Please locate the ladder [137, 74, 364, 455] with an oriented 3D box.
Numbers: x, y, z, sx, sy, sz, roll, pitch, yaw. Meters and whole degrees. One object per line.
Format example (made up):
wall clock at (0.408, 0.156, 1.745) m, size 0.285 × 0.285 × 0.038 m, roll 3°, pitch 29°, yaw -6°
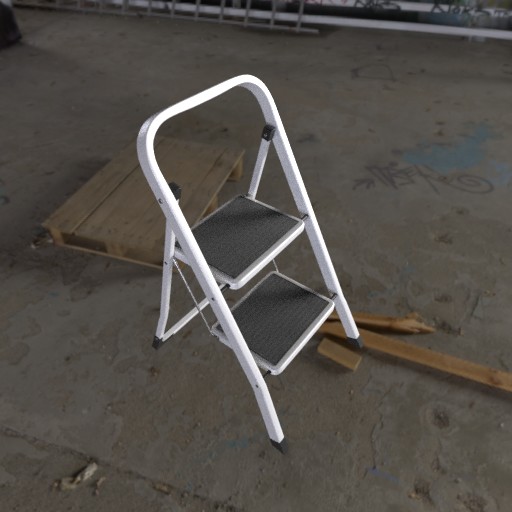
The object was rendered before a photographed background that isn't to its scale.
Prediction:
ladder at (0.000, 0.000, 1.173) m, size 0.544 × 0.810 × 0.460 m, roll 27°, pitch 49°, yaw 27°
